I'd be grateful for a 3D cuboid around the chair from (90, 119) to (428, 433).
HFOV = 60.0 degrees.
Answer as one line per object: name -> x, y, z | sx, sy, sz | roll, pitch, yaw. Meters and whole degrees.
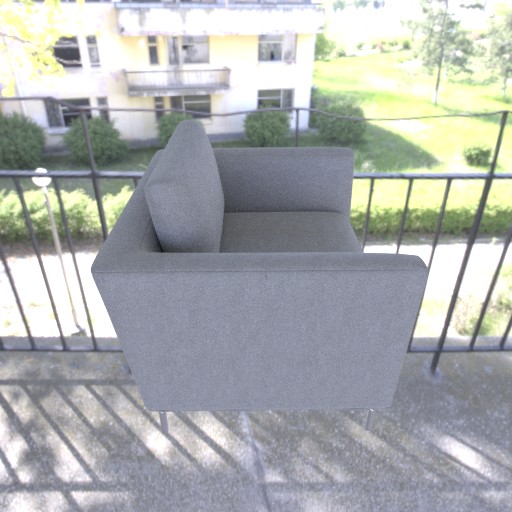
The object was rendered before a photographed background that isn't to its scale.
chair -> 0.000, 0.000, 1.688 | 0.889, 0.864, 1.041 | 0, 31, -1
